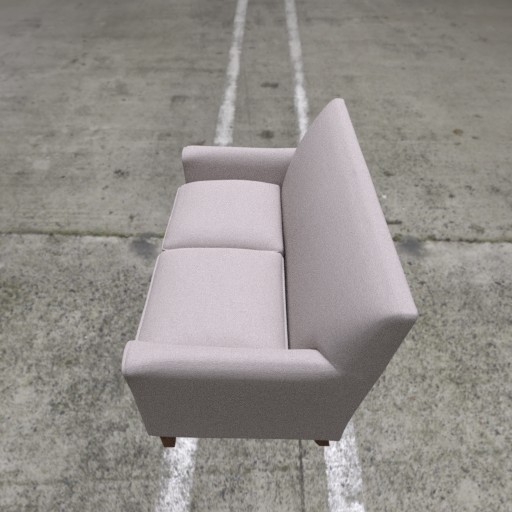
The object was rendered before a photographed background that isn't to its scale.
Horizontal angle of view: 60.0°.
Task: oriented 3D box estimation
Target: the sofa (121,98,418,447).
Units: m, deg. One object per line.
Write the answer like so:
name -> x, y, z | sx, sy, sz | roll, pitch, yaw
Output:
sofa -> 0.000, 0.000, 2.017 | 0.888, 0.890, 1.482 | 1, 41, 1
